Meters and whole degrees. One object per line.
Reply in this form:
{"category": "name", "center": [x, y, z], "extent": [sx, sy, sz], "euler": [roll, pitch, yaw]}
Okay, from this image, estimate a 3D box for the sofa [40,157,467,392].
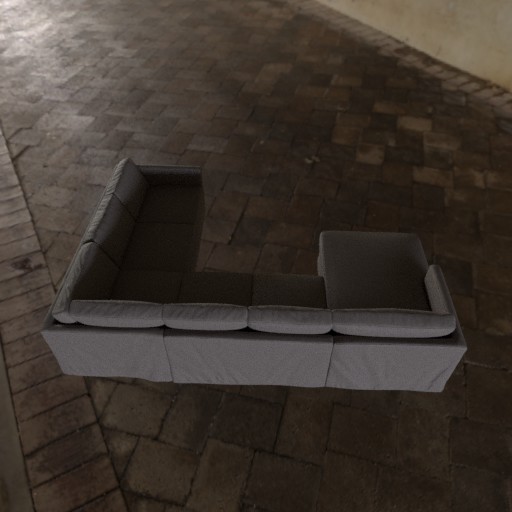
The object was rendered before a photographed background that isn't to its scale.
{"category": "sofa", "center": [0.000, 0.000, 4.587], "extent": [3.528, 0.878, 2.476], "euler": [2, 46, 2]}
